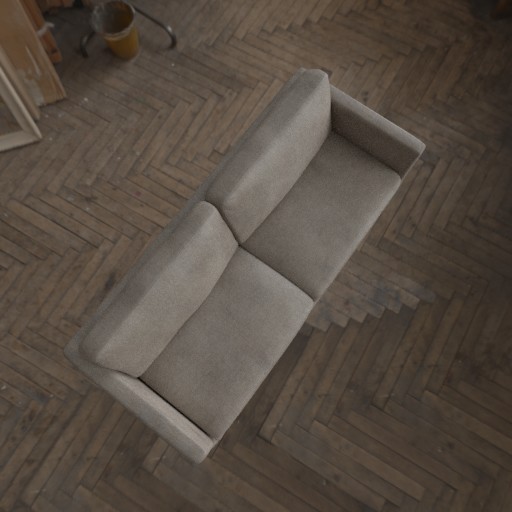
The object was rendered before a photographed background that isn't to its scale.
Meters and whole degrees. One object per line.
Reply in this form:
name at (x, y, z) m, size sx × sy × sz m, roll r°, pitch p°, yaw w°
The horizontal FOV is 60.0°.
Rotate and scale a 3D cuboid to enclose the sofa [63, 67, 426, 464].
sofa at (0.000, 0.000, 2.724) m, size 0.951 × 0.965 × 2.208 m, roll 36°, pitch 78°, yaw 9°
